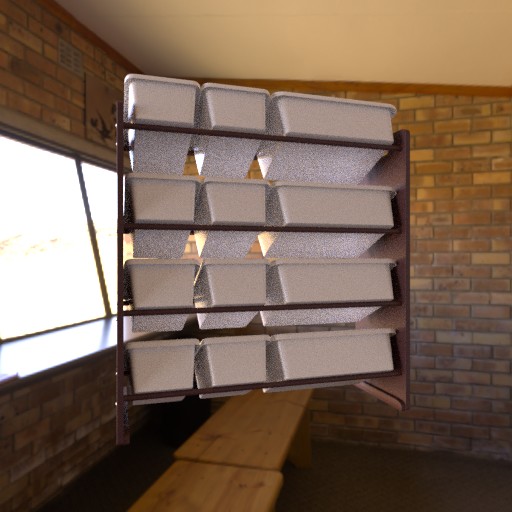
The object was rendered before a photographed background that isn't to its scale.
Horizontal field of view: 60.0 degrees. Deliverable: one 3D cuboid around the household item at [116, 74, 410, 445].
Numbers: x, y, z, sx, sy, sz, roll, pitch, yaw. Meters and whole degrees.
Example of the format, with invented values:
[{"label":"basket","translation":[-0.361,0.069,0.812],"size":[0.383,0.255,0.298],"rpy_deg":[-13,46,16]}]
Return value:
[{"label":"household item","translation":[0.000,0.000,1.309],"size":[0.787,0.864,0.389],"rpy_deg":[0,0,-17]}]
